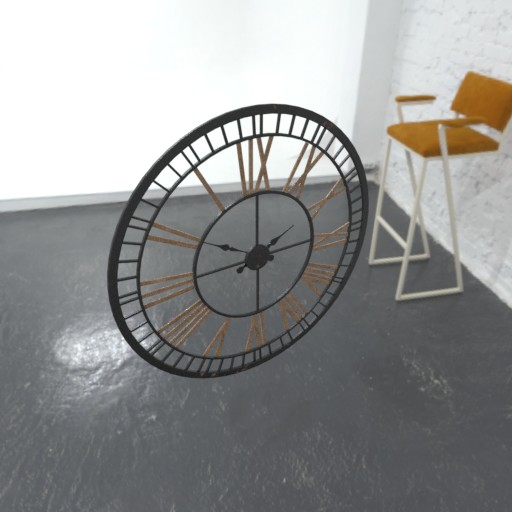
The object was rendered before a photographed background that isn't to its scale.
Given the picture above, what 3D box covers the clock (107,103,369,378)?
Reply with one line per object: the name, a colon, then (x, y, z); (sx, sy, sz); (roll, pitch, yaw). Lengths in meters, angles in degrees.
clock: (0.000, 0.000, 1.273); (0.843, 0.843, 0.025); (-18, 35, -27)
